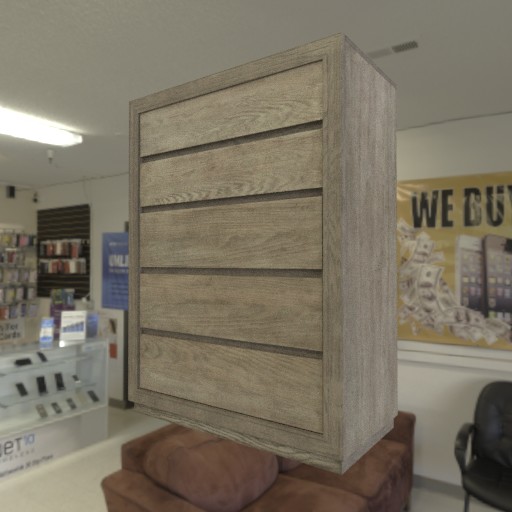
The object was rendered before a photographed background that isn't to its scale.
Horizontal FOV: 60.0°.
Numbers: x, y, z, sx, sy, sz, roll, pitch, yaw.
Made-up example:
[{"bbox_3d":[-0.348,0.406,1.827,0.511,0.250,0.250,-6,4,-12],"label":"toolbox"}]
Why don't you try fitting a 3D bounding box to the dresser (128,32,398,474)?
[{"bbox_3d":[0.000,0.000,1.761,0.967,1.295,0.483,0,-1,36],"label":"dresser"}]
